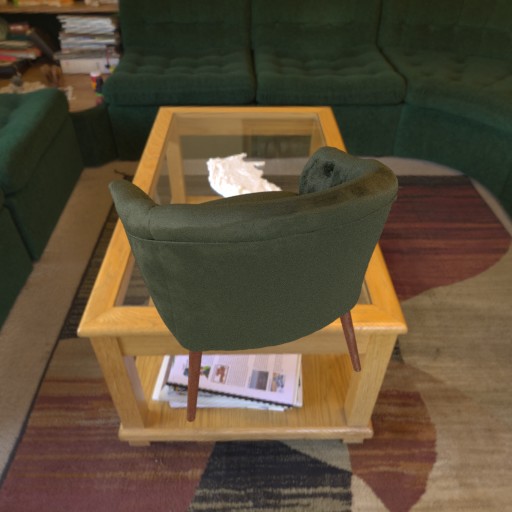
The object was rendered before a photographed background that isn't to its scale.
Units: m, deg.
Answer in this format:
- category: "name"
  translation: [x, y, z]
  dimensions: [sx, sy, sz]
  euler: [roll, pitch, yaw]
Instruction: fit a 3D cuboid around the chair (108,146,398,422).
- category: "chair"
  translation: [0.000, 0.000, 1.495]
  dimensions: [0.851, 0.885, 0.776]
  euler: [-12, 43, -14]
